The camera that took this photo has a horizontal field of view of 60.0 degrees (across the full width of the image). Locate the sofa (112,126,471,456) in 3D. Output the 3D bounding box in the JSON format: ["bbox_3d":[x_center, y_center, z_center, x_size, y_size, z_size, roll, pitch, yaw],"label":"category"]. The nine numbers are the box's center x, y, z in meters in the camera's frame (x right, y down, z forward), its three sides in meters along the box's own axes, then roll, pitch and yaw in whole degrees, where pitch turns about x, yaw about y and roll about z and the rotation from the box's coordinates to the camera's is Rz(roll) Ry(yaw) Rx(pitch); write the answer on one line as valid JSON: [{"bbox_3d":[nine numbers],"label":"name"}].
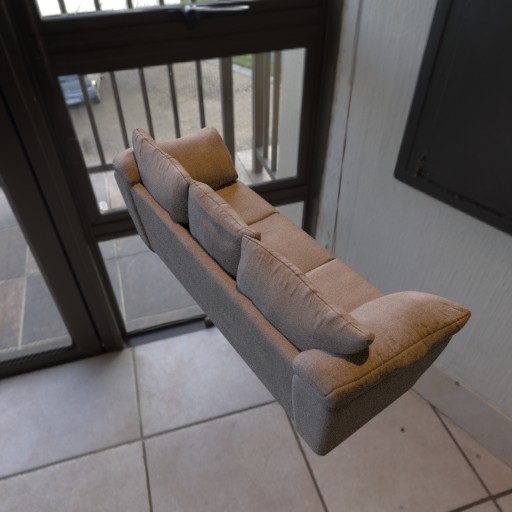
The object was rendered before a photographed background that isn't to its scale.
[{"bbox_3d":[0.000,0.000,2.755,0.878,0.996,2.334,-26,48,-25],"label":"sofa"}]
